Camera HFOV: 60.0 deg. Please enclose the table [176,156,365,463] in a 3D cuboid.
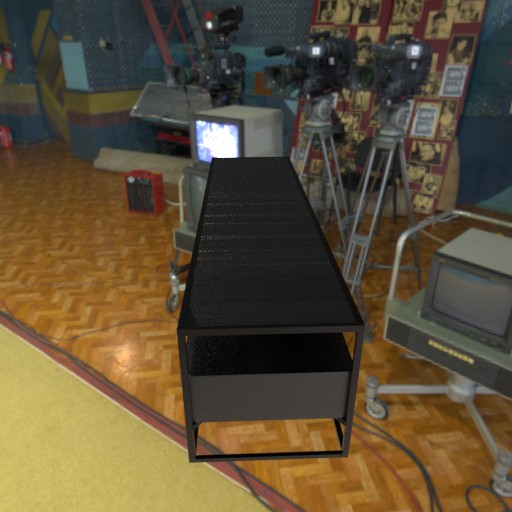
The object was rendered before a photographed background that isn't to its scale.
[{"bbox_3d":[0.000,0.000,1.674,0.399,0.395,1.486,-1,26,-2],"label":"table"}]
